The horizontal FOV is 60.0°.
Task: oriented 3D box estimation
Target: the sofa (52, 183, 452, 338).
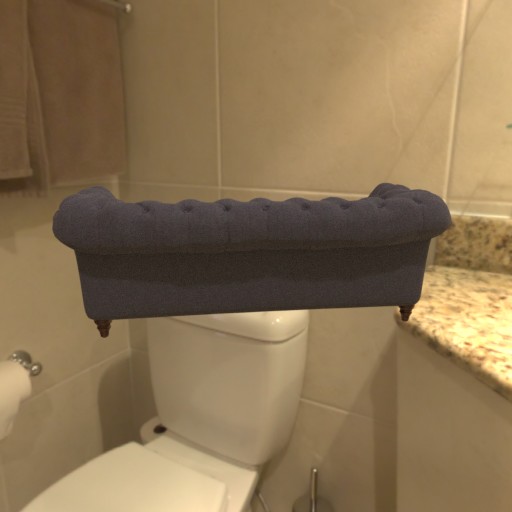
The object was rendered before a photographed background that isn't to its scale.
[{"bbox_3d":[0.000,0.000,2.806,2.335,0.836,1.046,-2,14,-7],"label":"sofa"}]
